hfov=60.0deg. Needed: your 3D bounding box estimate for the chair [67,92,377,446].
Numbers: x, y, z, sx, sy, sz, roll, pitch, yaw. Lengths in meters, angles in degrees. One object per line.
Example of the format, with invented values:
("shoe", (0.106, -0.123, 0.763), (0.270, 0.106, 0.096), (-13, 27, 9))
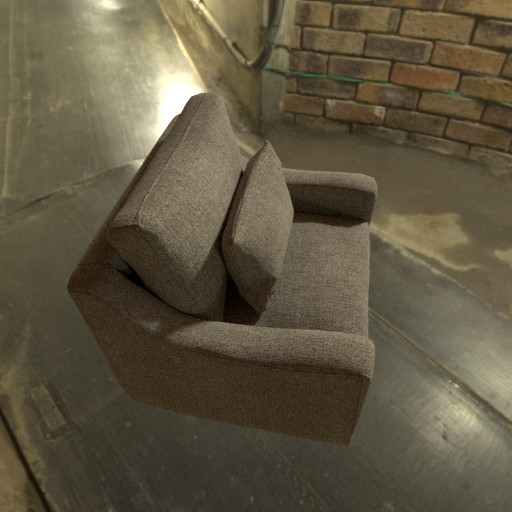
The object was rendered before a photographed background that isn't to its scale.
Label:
("chair", (0.000, 0.000, 1.911), (1.009, 1.037, 1.138), (8, 47, 8))
